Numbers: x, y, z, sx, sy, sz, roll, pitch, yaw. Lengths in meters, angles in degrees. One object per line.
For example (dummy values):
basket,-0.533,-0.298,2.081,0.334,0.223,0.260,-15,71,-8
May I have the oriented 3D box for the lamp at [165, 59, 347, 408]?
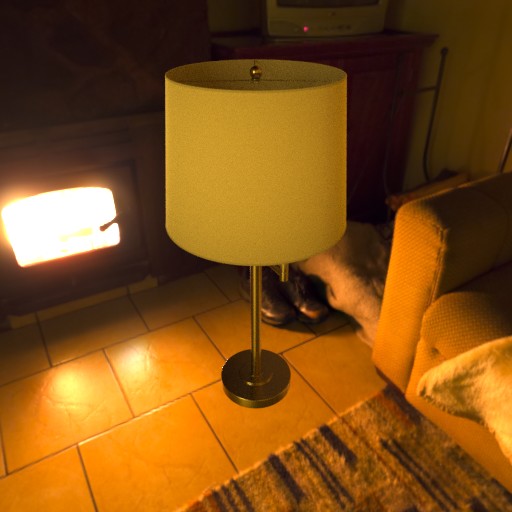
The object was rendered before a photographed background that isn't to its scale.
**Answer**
lamp,0.000,0.000,0.872,0.333,0.696,0.333,0,31,0
